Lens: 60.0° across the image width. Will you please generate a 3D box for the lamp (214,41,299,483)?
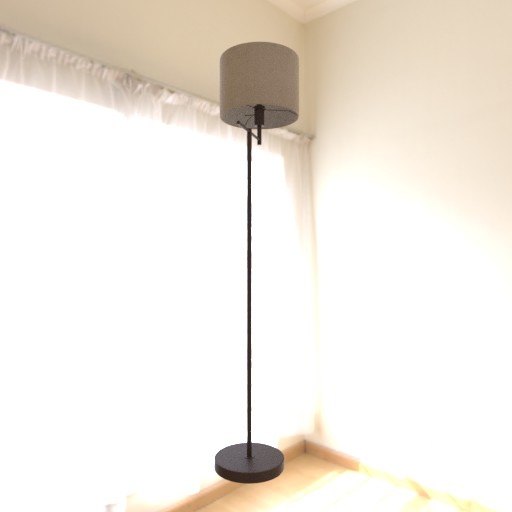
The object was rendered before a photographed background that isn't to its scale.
[{"bbox_3d":[0.000,0.000,1.764,0.324,1.600,0.416,0,-1,18],"label":"lamp"}]
